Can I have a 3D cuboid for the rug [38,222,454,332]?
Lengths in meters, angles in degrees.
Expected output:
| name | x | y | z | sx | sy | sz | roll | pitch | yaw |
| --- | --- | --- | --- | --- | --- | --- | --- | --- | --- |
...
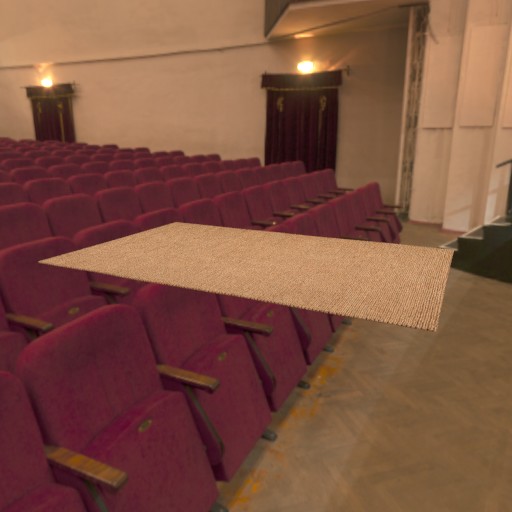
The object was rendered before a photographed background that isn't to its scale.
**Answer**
| name | x | y | z | sx | sy | sz | roll | pitch | yaw |
| --- | --- | --- | --- | --- | --- | --- | --- | --- | --- |
| rug | 0.000 | 0.000 | 3.054 | 2.439 | 0.011 | 1.533 | 7 | 17 | 25 |
